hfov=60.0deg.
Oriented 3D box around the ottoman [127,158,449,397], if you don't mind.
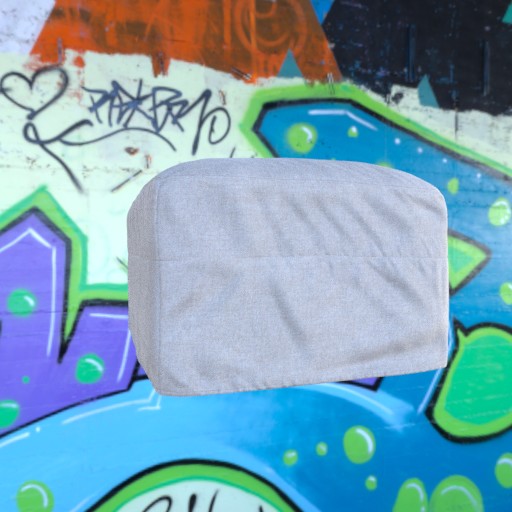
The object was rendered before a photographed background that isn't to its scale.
[{"bbox_3d":[0.000,0.000,1.252,0.683,0.481,0.837,0,1,-19],"label":"ottoman"}]
